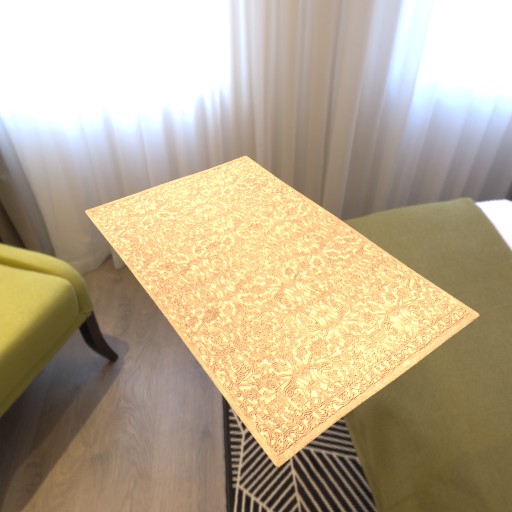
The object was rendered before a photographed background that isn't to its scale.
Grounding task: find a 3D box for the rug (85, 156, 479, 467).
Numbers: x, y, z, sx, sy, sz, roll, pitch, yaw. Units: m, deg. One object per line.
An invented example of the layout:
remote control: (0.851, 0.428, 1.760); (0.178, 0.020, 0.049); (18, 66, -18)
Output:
rug: (0.000, 0.000, 3.039); (1.529, 0.012, 2.435); (-25, 47, -26)
